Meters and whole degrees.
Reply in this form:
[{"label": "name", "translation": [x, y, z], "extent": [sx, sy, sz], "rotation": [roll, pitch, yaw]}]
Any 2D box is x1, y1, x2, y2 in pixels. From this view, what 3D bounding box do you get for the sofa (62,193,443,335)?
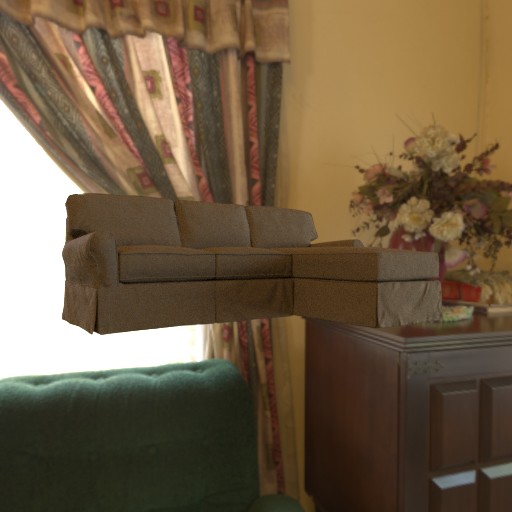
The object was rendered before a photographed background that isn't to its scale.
[{"label": "sofa", "translation": [0.000, 0.000, 3.373], "extent": [2.475, 0.978, 1.733], "rotation": [0, 0, -35]}]
